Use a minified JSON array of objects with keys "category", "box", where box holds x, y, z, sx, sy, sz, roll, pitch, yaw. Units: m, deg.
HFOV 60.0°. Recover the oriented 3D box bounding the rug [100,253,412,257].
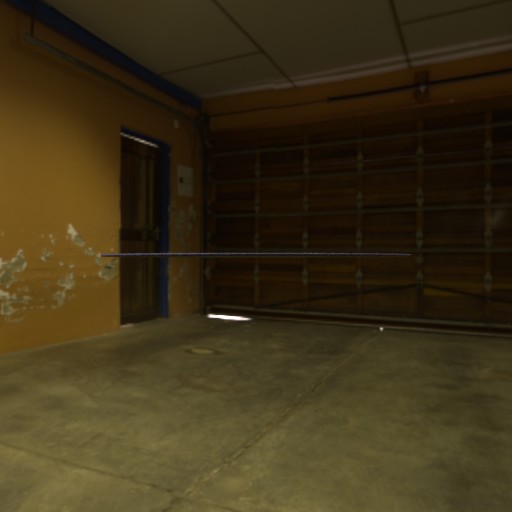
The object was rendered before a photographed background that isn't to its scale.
[{"category":"rug","box":[0.000,0.000,2.403,1.591,0.010,1.591,0,0,0]}]
